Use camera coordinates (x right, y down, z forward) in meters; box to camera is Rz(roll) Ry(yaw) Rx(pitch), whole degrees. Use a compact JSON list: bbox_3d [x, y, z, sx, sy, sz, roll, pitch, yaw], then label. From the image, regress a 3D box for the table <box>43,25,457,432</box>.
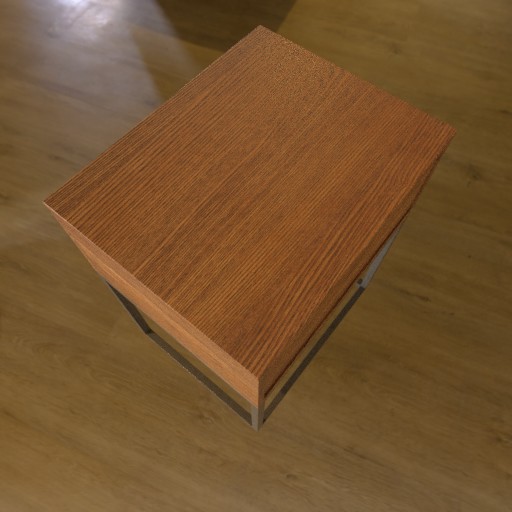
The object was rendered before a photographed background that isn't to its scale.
[{"bbox_3d":[0.000,0.000,0.918,0.400,0.610,0.482,36,69,17],"label":"table"}]
